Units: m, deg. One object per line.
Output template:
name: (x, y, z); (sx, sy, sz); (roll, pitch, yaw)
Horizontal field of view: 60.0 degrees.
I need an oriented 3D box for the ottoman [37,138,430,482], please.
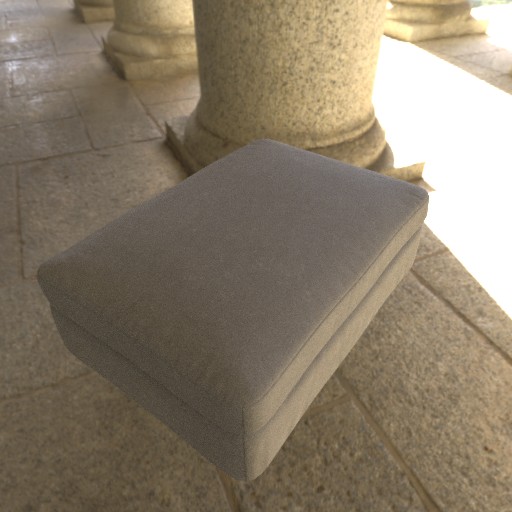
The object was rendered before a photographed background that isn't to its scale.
ottoman: (0.000, 0.000, 1.584); (0.840, 0.429, 1.199); (25, 46, 27)
